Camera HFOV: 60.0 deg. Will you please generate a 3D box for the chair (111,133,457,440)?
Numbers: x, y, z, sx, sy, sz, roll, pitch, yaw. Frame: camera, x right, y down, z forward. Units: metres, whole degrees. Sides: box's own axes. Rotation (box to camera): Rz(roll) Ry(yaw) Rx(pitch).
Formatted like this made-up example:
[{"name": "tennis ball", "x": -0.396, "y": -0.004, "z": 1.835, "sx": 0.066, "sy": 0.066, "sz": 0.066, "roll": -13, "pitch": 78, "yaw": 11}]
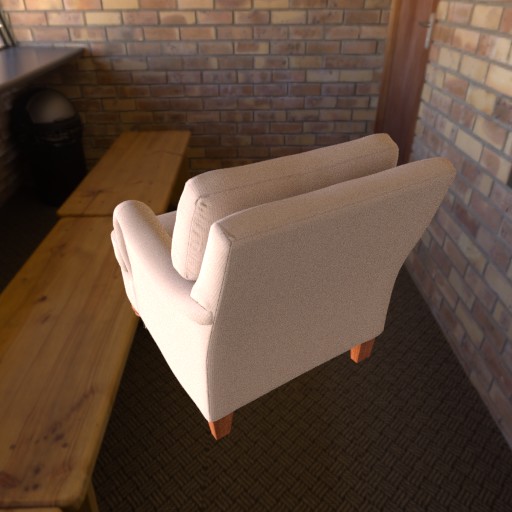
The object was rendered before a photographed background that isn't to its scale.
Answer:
[{"name": "chair", "x": 0.000, "y": 0.000, "z": 1.837, "sx": 0.955, "sy": 1.038, "sz": 1.070, "roll": -19, "pitch": 36, "yaw": -28}]
